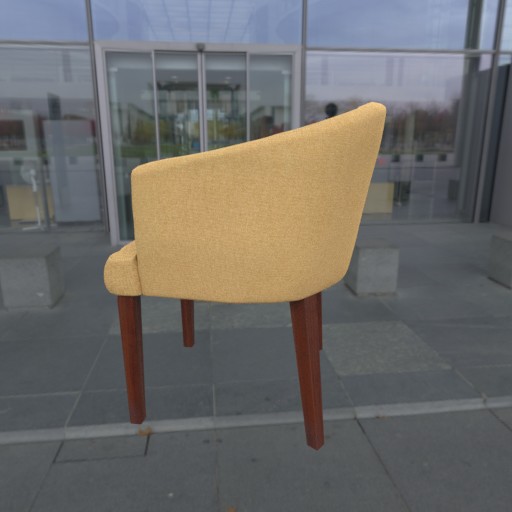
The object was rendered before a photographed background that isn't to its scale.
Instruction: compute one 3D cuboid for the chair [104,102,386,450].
[{"bbox_3d":[0.000,0.000,1.251,0.655,0.811,0.583,2,15,8],"label":"chair"}]
